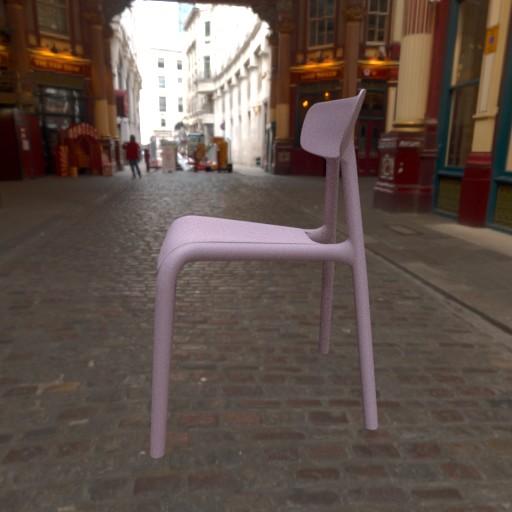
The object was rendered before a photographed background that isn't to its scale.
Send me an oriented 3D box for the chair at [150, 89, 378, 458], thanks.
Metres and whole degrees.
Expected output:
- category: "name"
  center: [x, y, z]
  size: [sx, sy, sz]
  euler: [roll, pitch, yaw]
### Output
- category: "chair"
  center: [0.000, 0.000, 0.846]
  size: [0.401, 0.580, 0.356]
  euler: [-2, 14, -8]
